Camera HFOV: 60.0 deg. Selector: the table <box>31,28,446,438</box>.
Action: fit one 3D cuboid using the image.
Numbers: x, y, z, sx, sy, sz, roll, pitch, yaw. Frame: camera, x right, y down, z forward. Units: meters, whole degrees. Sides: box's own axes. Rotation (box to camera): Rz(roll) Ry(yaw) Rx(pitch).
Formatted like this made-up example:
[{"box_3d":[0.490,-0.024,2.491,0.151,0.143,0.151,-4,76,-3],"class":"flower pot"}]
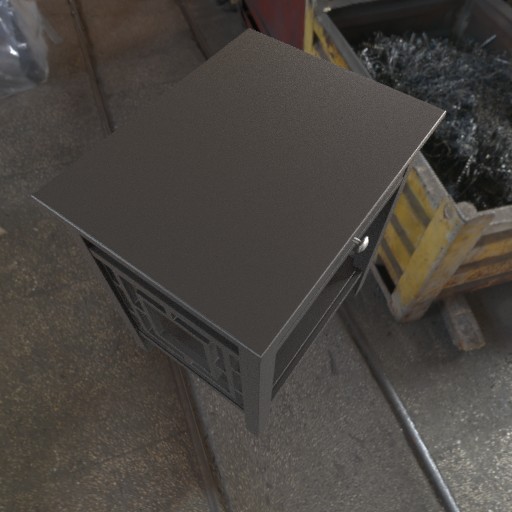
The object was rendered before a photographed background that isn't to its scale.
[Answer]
[{"box_3d":[0.000,0.000,1.005,0.451,0.646,0.564,32,63,18],"class":"table"}]
